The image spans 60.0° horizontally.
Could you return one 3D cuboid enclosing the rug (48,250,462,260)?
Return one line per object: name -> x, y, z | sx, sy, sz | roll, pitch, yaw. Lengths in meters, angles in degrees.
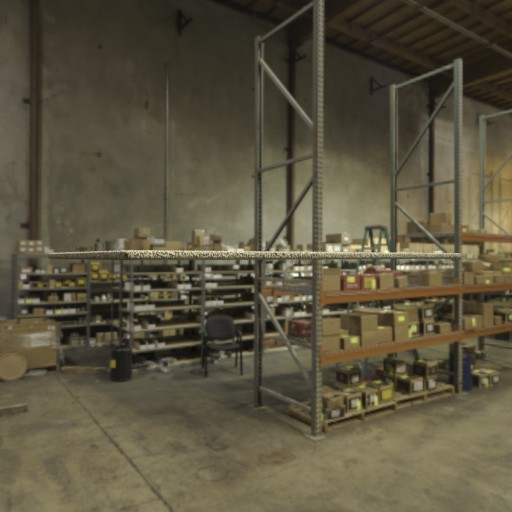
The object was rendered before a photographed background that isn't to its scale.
rug -> 0.000, 0.000, 2.296 | 1.778, 0.030, 1.219 | 0, 0, -35
